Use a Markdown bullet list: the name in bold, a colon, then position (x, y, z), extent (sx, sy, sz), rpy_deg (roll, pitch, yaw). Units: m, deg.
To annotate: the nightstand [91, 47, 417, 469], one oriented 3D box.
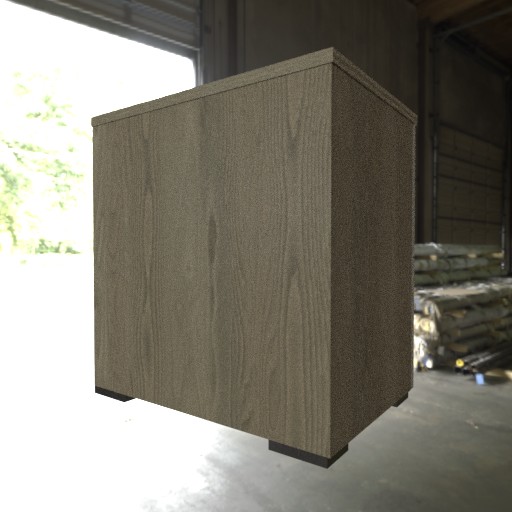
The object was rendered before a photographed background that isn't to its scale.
- **nightstand**: position (0.000, 0.000, 0.743), extent (0.442, 0.461, 0.325), rpy_deg (1, 1, 36)
